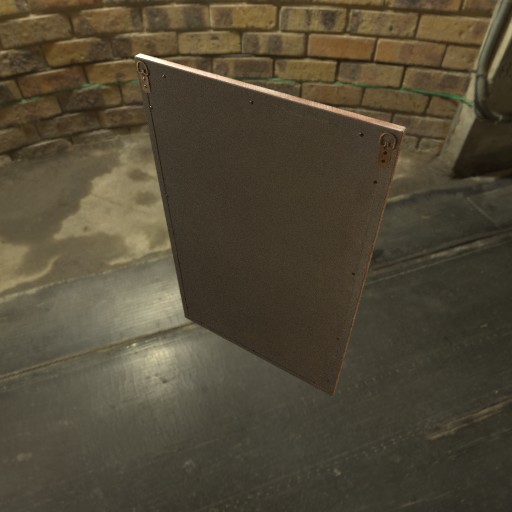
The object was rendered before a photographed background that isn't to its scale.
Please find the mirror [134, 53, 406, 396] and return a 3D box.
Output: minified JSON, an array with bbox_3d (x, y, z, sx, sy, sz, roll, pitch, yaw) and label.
[{"bbox_3d":[0.000,0.000,0.994,0.495,0.787,0.058,24,51,21],"label":"mirror"}]
